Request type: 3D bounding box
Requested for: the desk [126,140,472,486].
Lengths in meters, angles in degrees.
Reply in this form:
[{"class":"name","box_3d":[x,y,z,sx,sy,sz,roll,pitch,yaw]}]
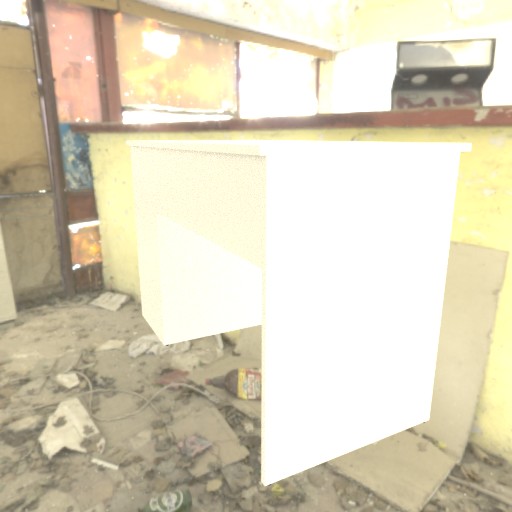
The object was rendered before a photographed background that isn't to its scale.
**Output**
[{"class":"desk","box_3d":[0.000,0.000,1.470,0.560,0.735,1.097,-8,17,-27]}]
